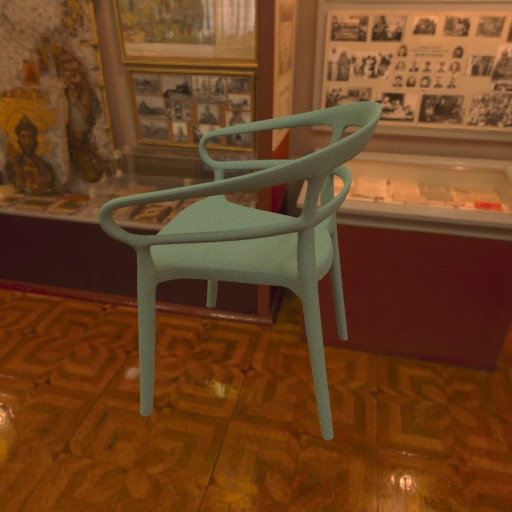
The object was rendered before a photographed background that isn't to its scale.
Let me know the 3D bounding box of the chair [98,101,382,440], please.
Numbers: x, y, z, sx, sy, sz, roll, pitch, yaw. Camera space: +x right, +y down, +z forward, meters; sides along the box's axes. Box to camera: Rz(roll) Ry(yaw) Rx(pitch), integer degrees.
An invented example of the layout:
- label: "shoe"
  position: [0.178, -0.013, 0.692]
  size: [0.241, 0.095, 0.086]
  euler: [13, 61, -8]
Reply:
- label: "chair"
  position: [0.000, 0.000, 1.142]
  size: [0.527, 0.761, 0.559]
  euler: [8, 31, 13]
